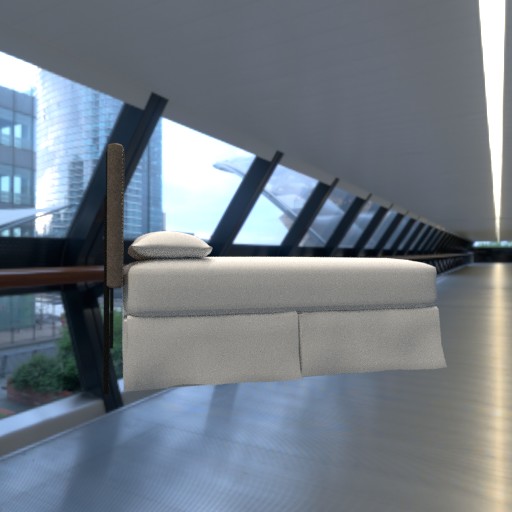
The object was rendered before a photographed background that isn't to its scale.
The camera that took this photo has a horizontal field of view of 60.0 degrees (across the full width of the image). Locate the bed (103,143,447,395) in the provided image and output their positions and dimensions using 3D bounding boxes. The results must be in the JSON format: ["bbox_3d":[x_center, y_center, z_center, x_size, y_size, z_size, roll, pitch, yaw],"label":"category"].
[{"bbox_3d":[0.000,0.000,3.394,2.153,1.518,1.713,0,-1,-17],"label":"bed"}]
